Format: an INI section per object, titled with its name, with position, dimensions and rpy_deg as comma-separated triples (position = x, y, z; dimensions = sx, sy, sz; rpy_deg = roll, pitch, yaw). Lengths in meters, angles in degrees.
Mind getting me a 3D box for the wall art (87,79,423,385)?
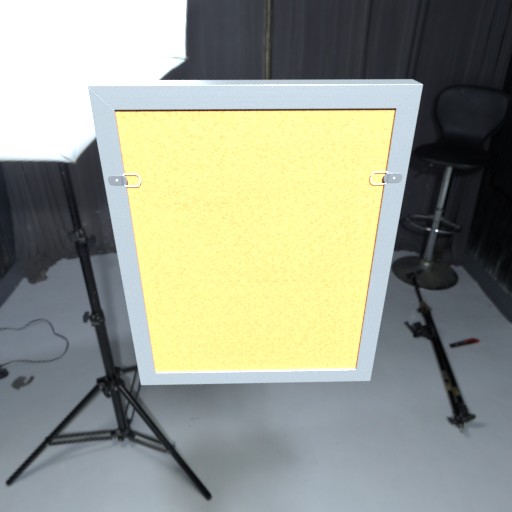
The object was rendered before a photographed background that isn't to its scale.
[wall art]
position = 0.000, 0.000, 0.513
dimensions = 0.308, 0.379, 0.030
rpy_deg = -1, 30, -1
